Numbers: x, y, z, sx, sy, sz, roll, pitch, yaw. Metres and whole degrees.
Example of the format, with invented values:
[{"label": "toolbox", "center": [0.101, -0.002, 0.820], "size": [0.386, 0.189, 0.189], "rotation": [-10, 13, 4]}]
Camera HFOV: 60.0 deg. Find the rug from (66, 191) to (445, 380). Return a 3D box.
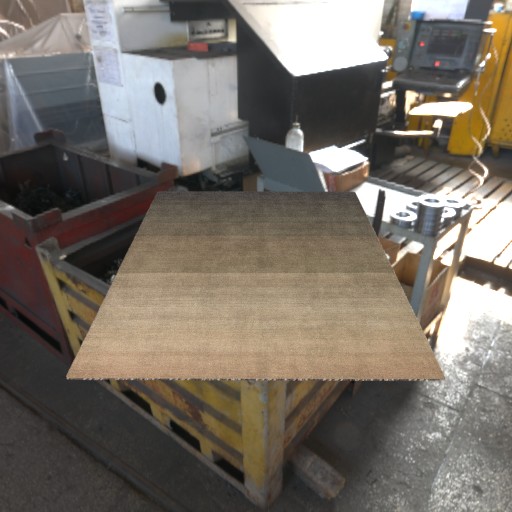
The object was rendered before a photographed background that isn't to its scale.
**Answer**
[{"label": "rug", "center": [0.000, 0.000, 3.912], "size": [2.306, 0.017, 2.902], "rotation": [0, 31, 0]}]
